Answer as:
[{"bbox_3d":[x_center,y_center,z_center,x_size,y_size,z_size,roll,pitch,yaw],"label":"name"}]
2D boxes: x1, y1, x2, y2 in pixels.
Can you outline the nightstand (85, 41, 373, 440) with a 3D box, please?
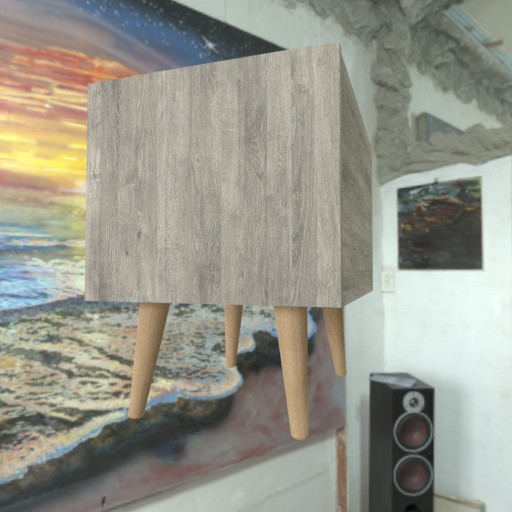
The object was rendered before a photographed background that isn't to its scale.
[{"bbox_3d":[0.000,0.000,0.816,0.380,0.500,0.480,-1,-2,19],"label":"nightstand"}]
